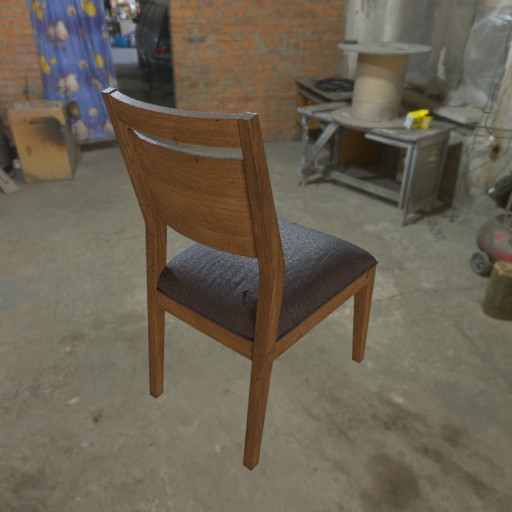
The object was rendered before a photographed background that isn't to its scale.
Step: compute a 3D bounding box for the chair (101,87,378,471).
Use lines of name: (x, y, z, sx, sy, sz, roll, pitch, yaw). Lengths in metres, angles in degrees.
chair: (0.000, 0.000, 1.274, 0.501, 0.939, 0.610, 22, 37, 33)
